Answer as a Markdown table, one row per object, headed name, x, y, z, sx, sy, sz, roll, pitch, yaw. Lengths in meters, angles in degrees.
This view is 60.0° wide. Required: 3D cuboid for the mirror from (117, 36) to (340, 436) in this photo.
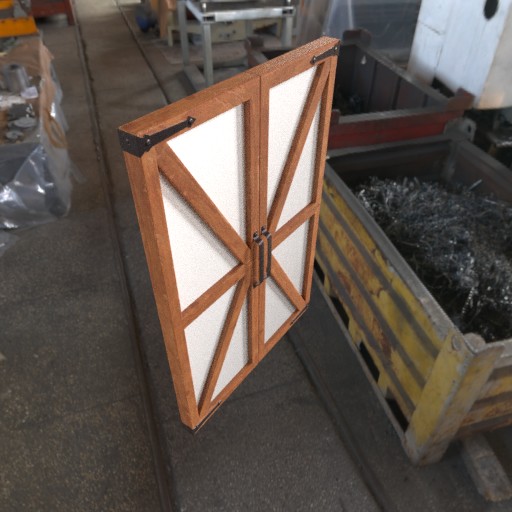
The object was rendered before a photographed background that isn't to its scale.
| name | x | y | z | sx | sy | sz | roll | pitch | yaw |
| --- | --- | --- | --- | --- | --- | --- | --- | --- | --- |
| mirror | 0.000 | 0.000 | 0.953 | 0.053 | 0.761 | 0.517 | 26 | 48 | 27 |
